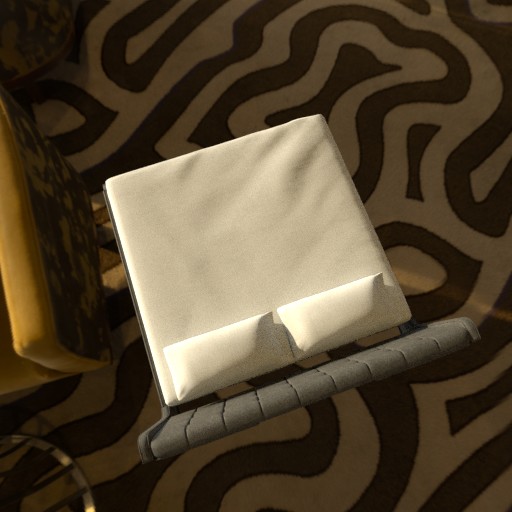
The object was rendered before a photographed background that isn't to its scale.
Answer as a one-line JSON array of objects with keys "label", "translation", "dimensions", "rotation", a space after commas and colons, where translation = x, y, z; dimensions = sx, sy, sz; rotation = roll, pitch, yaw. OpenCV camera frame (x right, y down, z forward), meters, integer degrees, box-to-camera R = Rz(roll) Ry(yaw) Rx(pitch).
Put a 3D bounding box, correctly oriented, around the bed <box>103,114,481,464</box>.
[{"label": "bed", "translation": [0.000, 0.000, 2.520], "dimensions": [1.531, 0.933, 1.638], "rotation": [-18, 75, -5]}]
